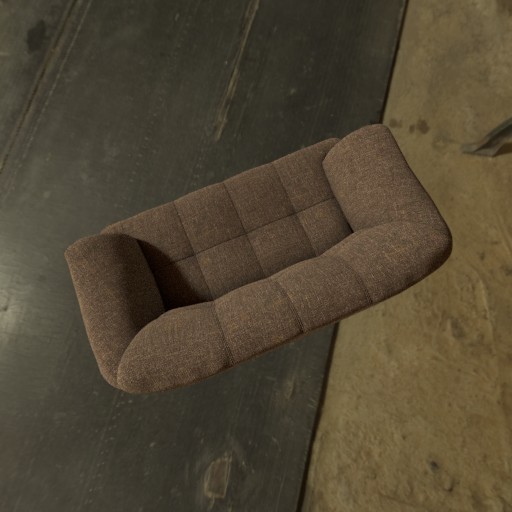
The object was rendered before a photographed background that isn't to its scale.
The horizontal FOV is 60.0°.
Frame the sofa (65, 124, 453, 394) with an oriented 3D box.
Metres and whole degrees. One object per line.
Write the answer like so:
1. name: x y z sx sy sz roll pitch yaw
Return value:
1. sofa: 0.000 0.000 1.917 1.404 0.895 0.799 -23 77 -5
